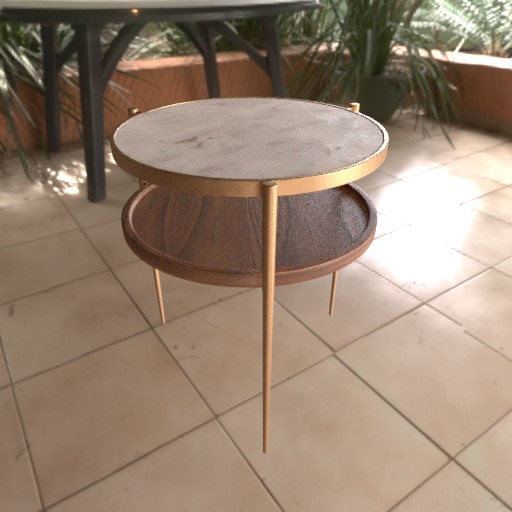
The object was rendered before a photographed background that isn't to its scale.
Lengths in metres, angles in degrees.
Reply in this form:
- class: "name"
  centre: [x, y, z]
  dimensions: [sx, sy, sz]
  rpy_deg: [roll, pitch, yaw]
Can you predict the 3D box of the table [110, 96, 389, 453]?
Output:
- class: "table"
  centre: [0.000, 0.000, 0.829]
  dimensions: [0.456, 0.493, 0.430]
  rpy_deg: [-20, 37, -29]
